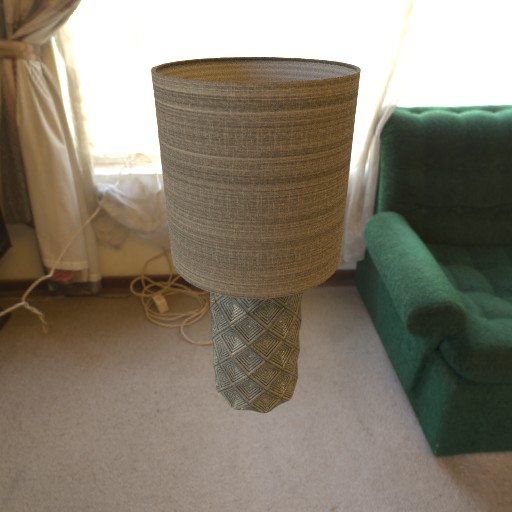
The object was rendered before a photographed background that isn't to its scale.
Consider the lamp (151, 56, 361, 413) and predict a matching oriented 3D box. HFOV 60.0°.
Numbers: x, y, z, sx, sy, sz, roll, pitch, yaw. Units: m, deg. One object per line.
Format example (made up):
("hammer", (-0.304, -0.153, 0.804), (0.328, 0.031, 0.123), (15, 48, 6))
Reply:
("lamp", (0.000, 0.000, 0.716), (0.269, 0.566, 0.268), (-10, 31, -17))
